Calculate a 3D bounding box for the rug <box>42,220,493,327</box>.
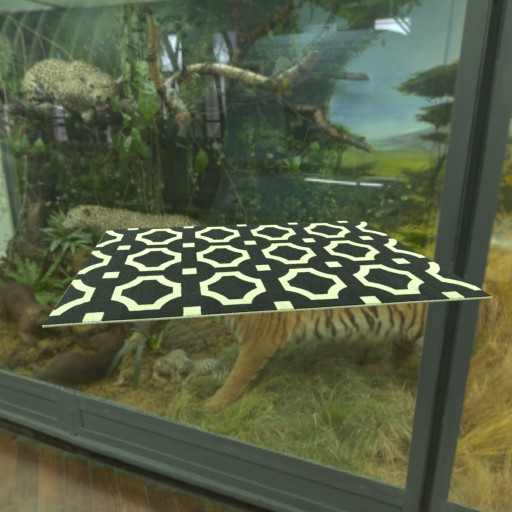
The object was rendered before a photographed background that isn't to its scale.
[{"bbox_3d":[0.000,0.000,4.109,3.049,0.021,2.466,-3,18,-8],"label":"rug"}]
